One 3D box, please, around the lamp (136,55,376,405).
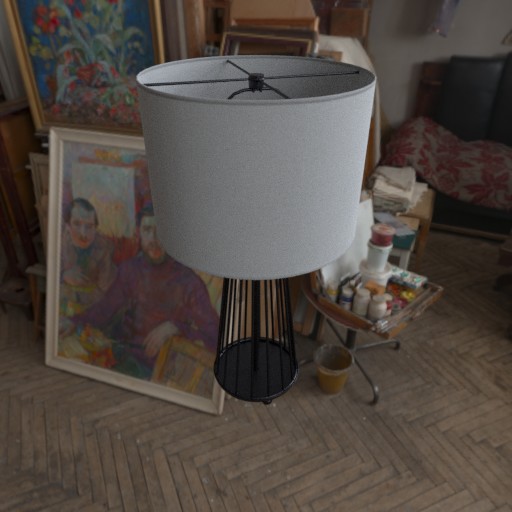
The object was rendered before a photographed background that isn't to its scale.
[{"bbox_3d":[0.000,0.000,0.765,0.322,0.593,0.322,-9,33,-15],"label":"lamp"}]
